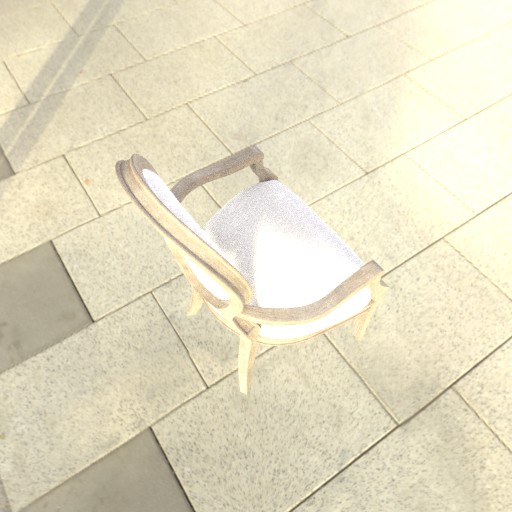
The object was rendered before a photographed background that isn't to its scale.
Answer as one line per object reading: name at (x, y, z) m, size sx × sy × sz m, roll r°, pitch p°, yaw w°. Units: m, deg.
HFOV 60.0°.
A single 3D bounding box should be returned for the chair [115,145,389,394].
chair at (0.000, 0.000, 1.357) m, size 0.602 × 0.991 × 0.611 m, roll -32°, pitch 63°, yaw -19°
